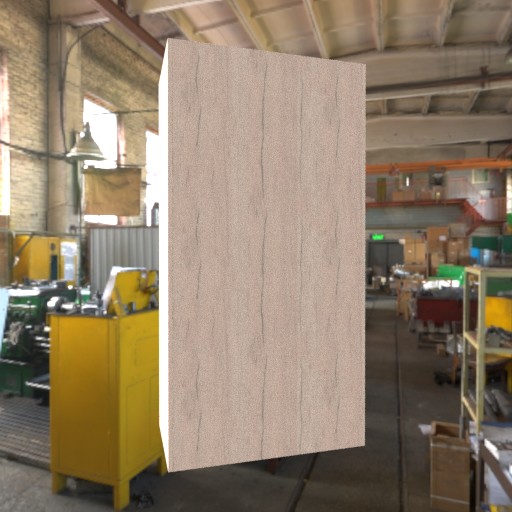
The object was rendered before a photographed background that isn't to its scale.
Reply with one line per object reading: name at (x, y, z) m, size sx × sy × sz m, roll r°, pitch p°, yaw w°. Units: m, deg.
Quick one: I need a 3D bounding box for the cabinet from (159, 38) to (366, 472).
cabinet at (0.000, 0.000, 2.377) m, size 0.980 × 1.930 × 0.580 m, roll 0°, pitch 1°, yaw -16°
